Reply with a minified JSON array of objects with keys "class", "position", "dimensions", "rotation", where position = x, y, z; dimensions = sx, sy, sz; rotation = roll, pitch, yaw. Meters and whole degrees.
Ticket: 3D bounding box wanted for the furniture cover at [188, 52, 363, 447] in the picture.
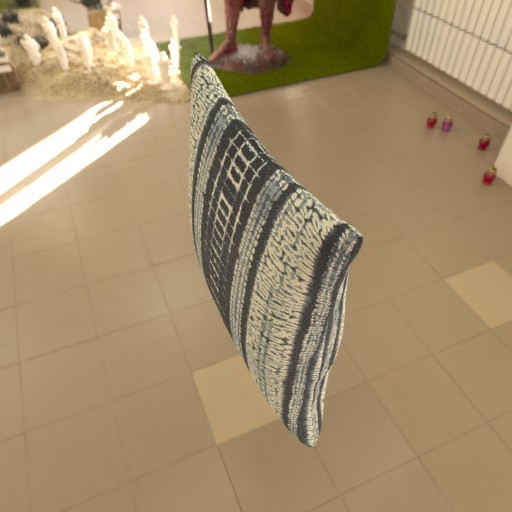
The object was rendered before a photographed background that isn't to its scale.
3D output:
[{"class":"furniture cover","position":[0.000,0.000,0.649],"dimensions":[0.133,0.435,0.425],"rotation":[-18,48,-16]}]
